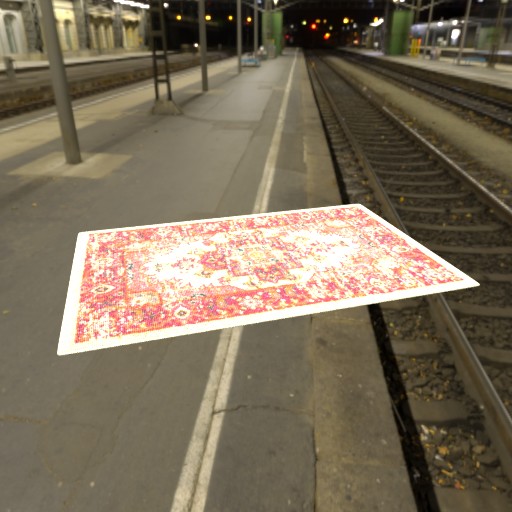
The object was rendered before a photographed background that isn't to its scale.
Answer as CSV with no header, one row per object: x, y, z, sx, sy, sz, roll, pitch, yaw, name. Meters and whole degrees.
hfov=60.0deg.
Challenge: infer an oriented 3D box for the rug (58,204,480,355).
0.000,0.000,1.103,0.868,0.004,0.556,-7,27,-14,rug
